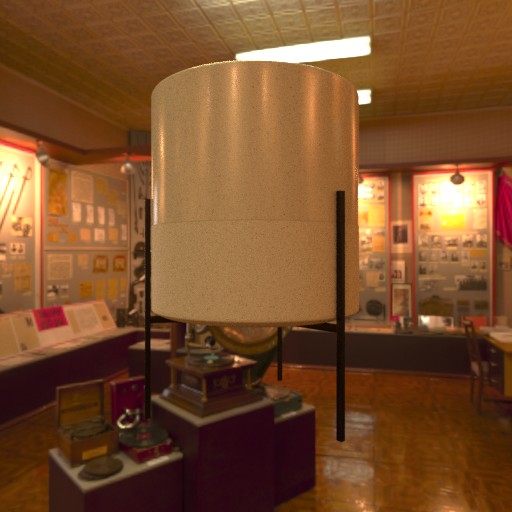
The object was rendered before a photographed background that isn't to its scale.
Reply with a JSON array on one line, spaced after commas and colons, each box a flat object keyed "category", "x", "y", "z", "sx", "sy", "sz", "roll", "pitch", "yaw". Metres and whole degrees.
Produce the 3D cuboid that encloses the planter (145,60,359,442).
[{"category": "planter", "x": 0.000, "y": 0.000, "z": 0.693, "sx": 0.314, "sy": 0.475, "sz": 0.323, "roll": 0, "pitch": 0, "yaw": 17}]
